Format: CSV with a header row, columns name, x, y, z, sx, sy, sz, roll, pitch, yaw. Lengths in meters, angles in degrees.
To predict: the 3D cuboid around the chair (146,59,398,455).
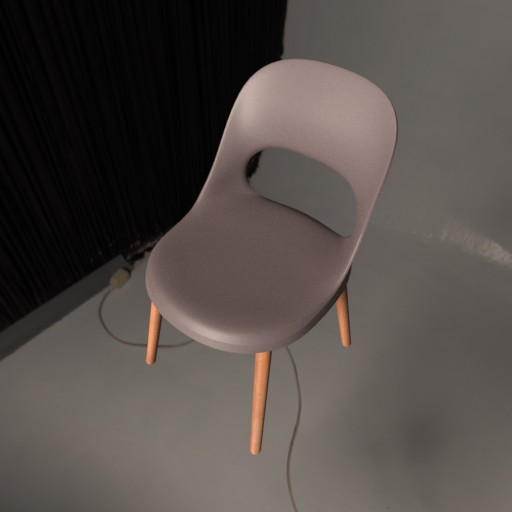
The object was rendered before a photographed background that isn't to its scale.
name,x,y,z,sx,sy,sz,roll,pitch,yaw
chair,0.000,0.000,1.129,0.470,0.794,0.556,30,52,27
